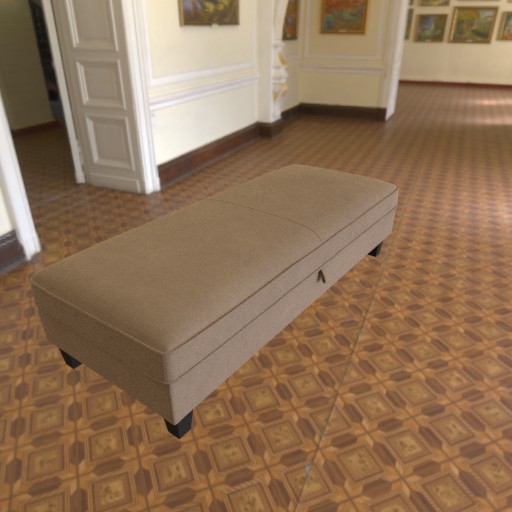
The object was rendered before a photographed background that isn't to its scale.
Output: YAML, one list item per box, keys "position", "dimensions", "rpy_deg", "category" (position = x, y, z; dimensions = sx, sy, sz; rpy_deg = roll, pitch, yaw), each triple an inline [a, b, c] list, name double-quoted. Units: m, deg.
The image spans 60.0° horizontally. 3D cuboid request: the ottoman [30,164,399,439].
- position: [0.000, 0.000, 2.018]
  dimensions: [0.735, 0.460, 1.726]
  rpy_deg: [19, 33, 32]
  category: "ottoman"
